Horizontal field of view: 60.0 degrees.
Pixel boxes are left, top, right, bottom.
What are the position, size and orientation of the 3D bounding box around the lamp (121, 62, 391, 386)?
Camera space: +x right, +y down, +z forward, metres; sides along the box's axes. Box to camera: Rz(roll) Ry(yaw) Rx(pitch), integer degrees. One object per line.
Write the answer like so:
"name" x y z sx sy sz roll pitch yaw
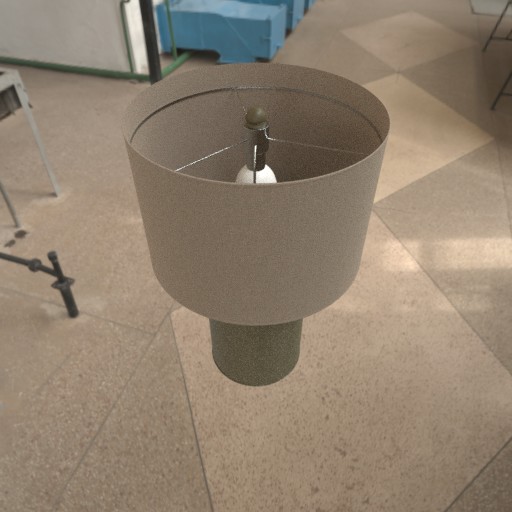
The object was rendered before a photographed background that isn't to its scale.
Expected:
"lamp" 0.000 0.000 0.698 0.318 0.486 0.318 0 43 0
